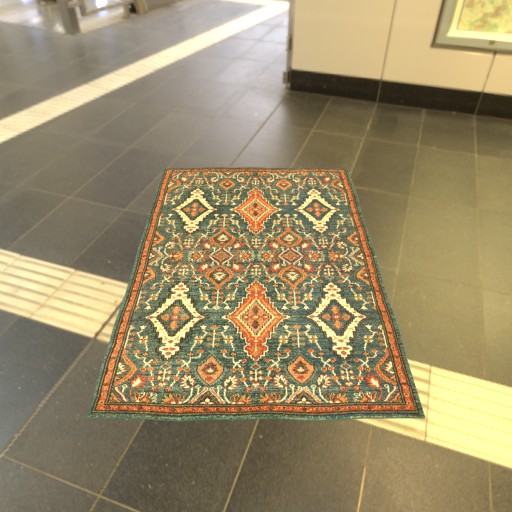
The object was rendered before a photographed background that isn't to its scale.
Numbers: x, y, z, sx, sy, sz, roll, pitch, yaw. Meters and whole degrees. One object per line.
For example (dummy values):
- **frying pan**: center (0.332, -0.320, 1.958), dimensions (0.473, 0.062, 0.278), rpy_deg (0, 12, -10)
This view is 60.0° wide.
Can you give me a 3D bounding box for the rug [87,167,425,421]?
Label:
- **rug**: center (0.000, 0.000, 2.983), dimensions (1.622, 0.009, 2.373), rpy_deg (0, 41, 0)
